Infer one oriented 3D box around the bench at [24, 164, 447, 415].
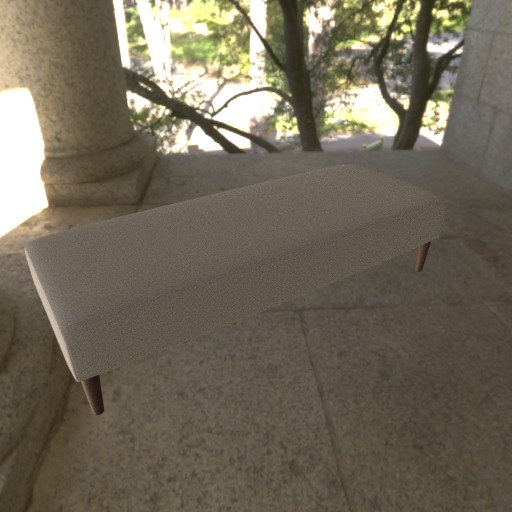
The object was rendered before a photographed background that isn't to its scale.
[{"bbox_3d":[0.000,0.000,1.828,1.609,0.393,0.646,-18,35,-28],"label":"bench"}]
